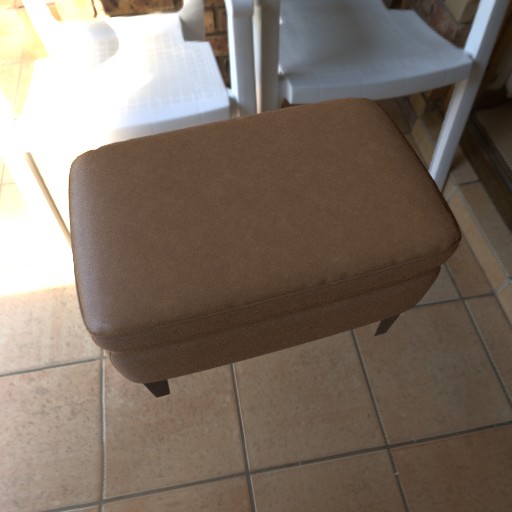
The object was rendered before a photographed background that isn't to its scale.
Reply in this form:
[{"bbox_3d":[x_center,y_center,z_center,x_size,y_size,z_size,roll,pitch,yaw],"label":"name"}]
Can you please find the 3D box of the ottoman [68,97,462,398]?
[{"bbox_3d":[0.000,0.000,0.985,0.670,0.480,0.420,-14,59,-8],"label":"ottoman"}]
